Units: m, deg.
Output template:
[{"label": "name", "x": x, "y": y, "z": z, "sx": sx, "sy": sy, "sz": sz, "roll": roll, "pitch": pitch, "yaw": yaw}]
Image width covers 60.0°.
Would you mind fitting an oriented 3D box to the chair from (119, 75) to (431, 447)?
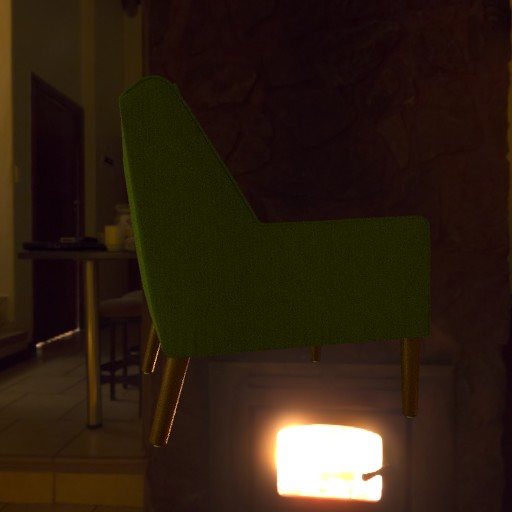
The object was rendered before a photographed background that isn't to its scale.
[{"label": "chair", "x": 0.000, "y": 0.000, "z": 1.280, "sx": 0.743, "sy": 0.792, "sz": 0.663, "roll": 0, "pitch": 0, "yaw": -16}]
